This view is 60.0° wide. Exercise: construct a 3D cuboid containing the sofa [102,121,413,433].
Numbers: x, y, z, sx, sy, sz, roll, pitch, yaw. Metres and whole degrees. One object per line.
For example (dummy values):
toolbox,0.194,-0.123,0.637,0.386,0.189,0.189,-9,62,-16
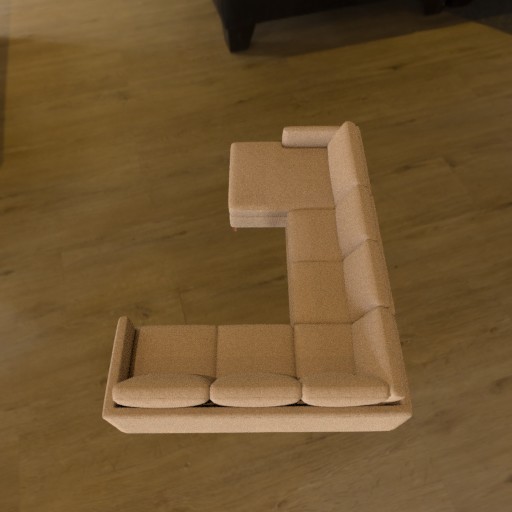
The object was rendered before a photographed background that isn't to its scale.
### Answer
sofa,0.000,0.000,4.655,2.551,0.889,3.403,0,58,0
